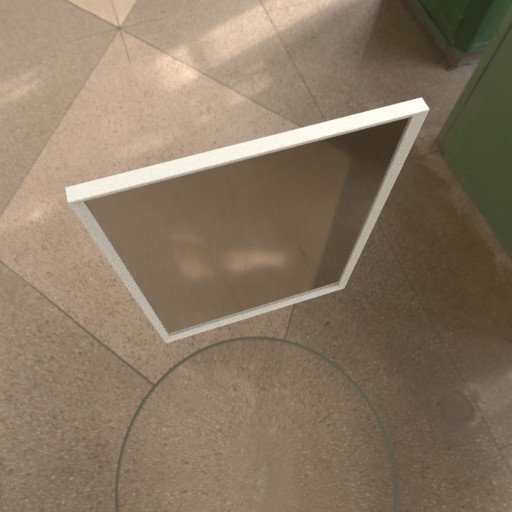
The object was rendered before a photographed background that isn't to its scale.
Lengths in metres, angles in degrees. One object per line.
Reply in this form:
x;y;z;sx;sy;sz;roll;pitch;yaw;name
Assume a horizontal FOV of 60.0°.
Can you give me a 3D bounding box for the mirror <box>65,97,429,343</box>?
0.000;0.000;1.354;0.762;1.016;0.041;-16;65;-8;mirror
